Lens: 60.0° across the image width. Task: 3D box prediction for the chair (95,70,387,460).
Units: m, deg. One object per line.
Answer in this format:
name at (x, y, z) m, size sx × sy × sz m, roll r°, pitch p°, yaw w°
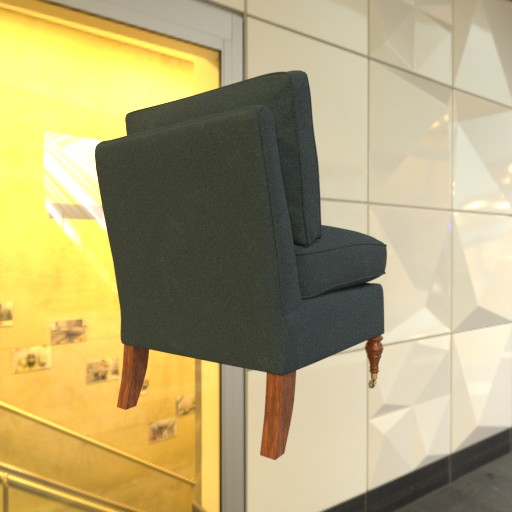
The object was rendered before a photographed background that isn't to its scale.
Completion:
chair at (0.000, 0.000, 1.641) m, size 0.724 × 1.052 × 0.912 m, roll 1°, pitch 1°, yaw 36°
